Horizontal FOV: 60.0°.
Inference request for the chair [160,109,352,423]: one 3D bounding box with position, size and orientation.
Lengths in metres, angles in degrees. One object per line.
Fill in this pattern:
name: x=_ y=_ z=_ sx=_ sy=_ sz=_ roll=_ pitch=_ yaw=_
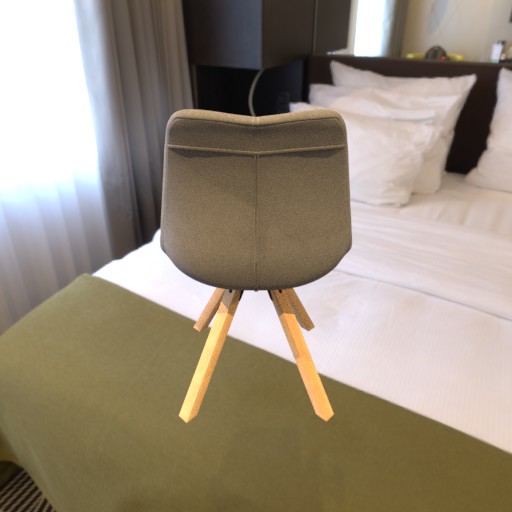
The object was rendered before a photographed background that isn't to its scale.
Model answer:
chair: x=0.000 y=0.000 z=1.187 sx=0.474 sy=0.863 sz=0.549 roll=0 pitch=30 yaw=0
